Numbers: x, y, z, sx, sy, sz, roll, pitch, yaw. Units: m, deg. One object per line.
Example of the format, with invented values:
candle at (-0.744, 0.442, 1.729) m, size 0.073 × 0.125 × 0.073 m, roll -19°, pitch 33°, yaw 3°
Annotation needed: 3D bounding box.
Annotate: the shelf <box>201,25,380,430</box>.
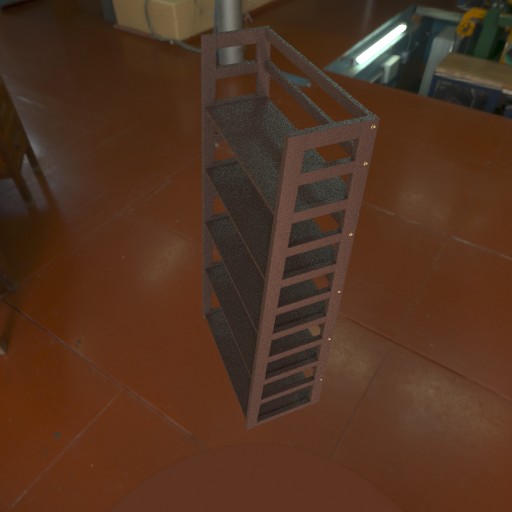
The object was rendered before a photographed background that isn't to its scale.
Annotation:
shelf at (0.000, 0.000, 1.935) m, size 0.403 × 1.600 × 0.763 m, roll -16°, pitch 47°, yaw -15°
